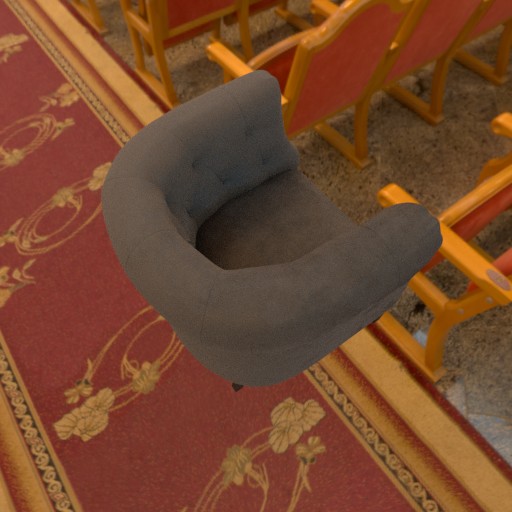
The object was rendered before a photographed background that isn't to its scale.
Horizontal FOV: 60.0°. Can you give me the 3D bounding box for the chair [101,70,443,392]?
[{"bbox_3d":[0.000,0.000,1.579,0.851,0.826,0.904,-31,63,-18],"label":"chair"}]
